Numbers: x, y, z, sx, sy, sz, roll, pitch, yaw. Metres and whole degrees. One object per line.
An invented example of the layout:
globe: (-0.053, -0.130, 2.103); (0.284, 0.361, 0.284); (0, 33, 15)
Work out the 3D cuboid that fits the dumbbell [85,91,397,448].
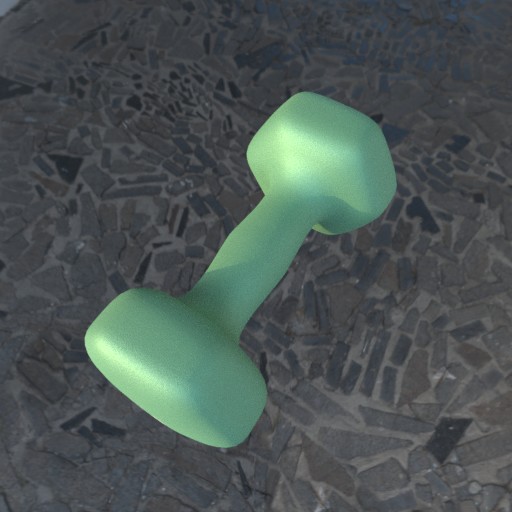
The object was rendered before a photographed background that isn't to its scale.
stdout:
dumbbell: (0.000, 0.000, 0.329); (0.129, 0.117, 0.260); (30, 65, 15)
